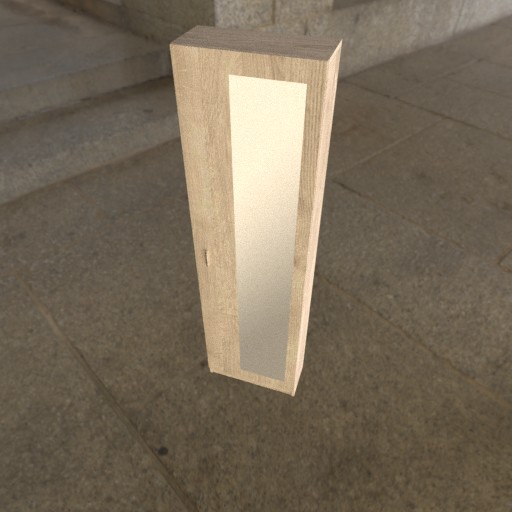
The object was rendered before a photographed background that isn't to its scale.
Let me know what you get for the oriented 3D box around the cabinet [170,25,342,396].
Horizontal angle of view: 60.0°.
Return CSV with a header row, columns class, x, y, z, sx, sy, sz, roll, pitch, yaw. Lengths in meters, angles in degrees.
class,x,y,z,sx,sy,sz,roll,pitch,yaw
cabinet,0.000,0.000,1.979,0.500,1.790,0.230,12,43,14
